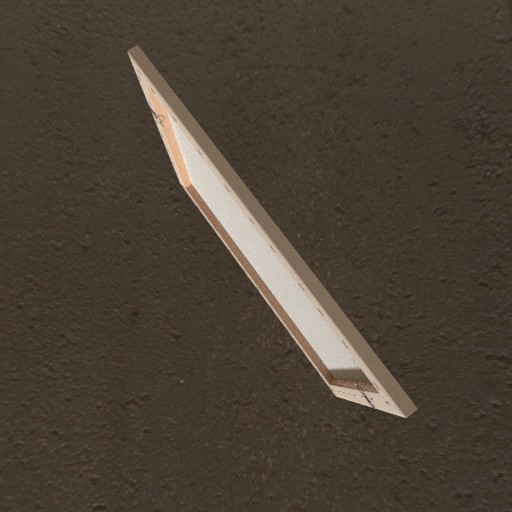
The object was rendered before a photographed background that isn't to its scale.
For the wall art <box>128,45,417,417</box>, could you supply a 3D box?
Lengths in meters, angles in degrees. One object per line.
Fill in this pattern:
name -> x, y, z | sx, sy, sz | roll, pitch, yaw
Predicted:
wall art -> 0.000, 0.000, 1.585 | 0.042, 0.912, 1.219 | -35, 78, -8
